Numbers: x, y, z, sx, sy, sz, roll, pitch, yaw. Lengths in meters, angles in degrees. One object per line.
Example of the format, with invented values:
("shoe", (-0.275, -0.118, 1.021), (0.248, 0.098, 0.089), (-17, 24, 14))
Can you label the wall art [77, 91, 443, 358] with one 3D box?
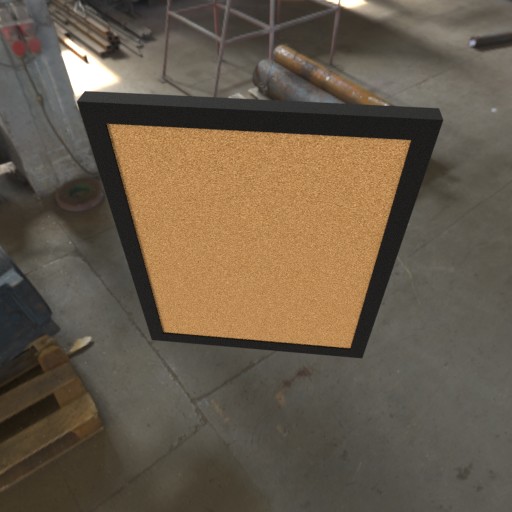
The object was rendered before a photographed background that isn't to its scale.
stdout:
("wall art", (0.000, 0.000, 0.764), (0.457, 0.559, 0.029), (4, 47, 4))
